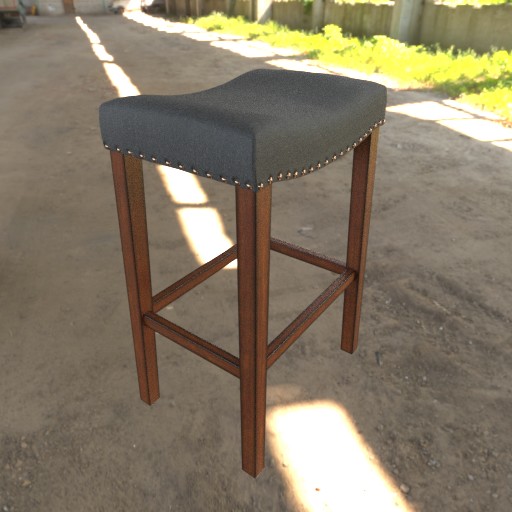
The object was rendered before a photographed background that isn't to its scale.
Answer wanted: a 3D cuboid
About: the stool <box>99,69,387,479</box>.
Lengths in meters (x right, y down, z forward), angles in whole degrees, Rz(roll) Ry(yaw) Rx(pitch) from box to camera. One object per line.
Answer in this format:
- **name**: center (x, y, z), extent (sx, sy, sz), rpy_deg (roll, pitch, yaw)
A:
- **stool**: center (0.000, 0.000, 1.025), extent (0.366, 0.748, 0.502), rpy_deg (21, 37, 30)
